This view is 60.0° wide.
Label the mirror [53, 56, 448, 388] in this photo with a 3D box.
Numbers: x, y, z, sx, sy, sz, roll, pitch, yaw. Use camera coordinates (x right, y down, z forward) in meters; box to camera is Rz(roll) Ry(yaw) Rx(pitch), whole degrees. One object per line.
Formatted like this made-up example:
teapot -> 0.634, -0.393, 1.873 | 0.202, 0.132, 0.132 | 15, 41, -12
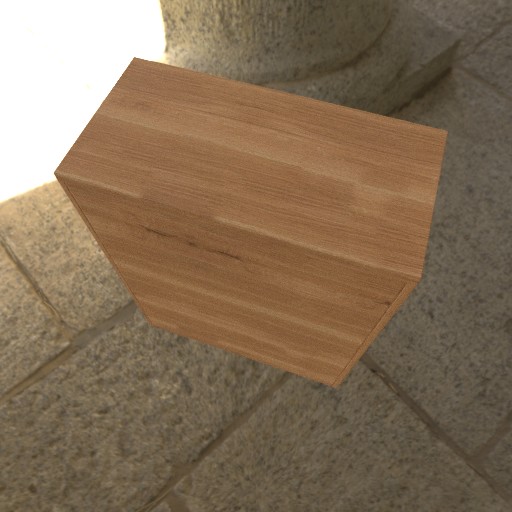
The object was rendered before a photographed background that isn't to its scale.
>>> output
mirror -> 0.000, 0.000, 1.434 | 0.800, 1.000, 0.400 | 17, 63, 9
